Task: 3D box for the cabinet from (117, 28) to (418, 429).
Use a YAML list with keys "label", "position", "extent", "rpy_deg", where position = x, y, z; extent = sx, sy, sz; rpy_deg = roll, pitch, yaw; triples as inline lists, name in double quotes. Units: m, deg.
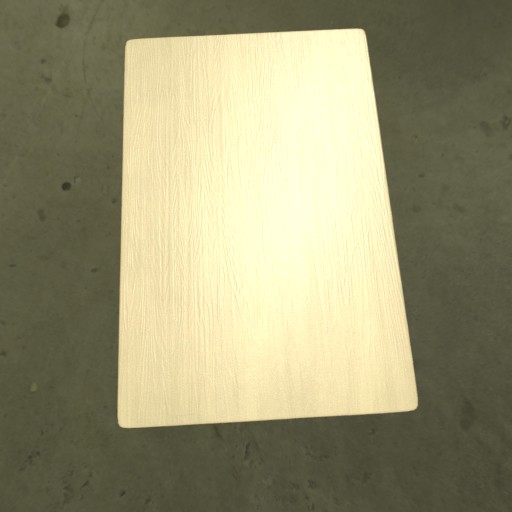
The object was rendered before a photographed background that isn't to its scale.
- label: "cabinet"
  position: [0.000, 0.000, 1.197]
  extent: [0.503, 0.762, 0.763]
  rpy_deg: [-3, 75, -1]
